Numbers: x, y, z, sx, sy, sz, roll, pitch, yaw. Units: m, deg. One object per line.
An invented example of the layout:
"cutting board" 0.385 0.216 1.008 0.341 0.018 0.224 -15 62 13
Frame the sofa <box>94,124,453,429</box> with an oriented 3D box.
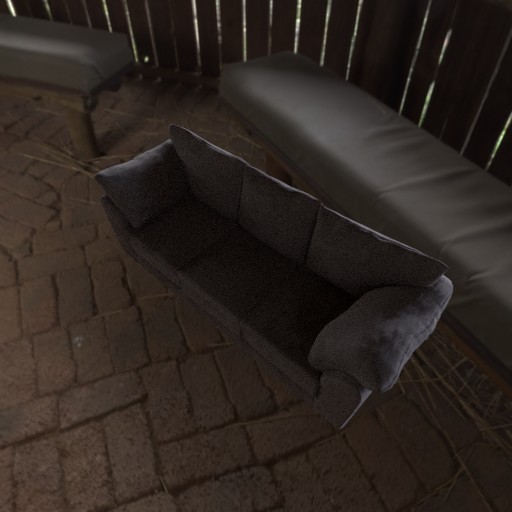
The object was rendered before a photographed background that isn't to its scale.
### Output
"sofa" 0.000 0.000 2.951 2.377 0.981 0.893 34 55 28
